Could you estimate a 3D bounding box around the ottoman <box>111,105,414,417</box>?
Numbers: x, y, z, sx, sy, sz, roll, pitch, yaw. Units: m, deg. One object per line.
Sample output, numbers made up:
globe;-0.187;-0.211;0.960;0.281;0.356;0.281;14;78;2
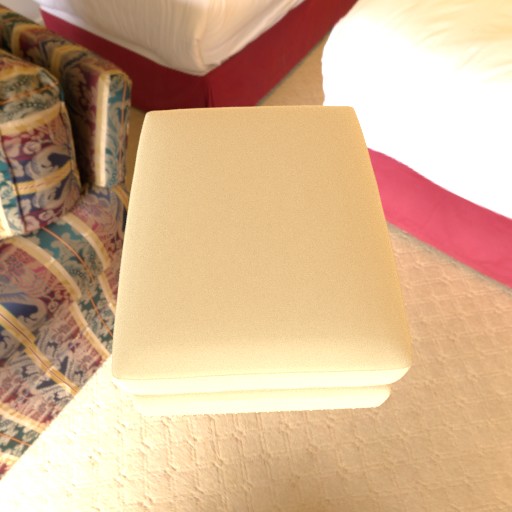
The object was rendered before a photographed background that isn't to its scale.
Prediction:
ottoman;0.000;0.000;1.159;0.584;0.513;0.741;-2;58;-1
